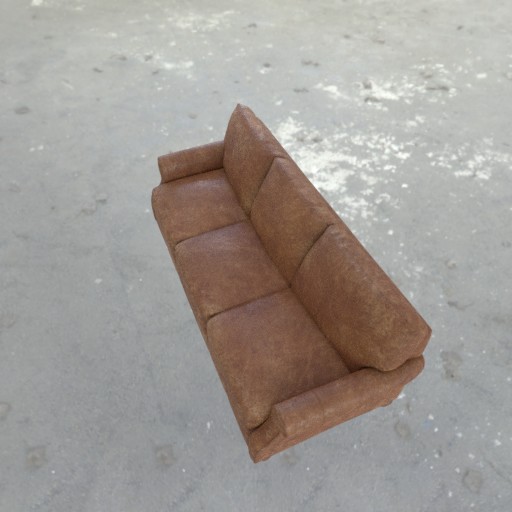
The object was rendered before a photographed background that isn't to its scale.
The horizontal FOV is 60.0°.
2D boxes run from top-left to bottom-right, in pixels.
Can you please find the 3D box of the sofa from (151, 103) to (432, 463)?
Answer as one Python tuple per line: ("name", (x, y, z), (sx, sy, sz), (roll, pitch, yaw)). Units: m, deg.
("sofa", (0.000, 0.000, 2.915), (0.973, 0.977, 2.351), (-17, 50, -15))
